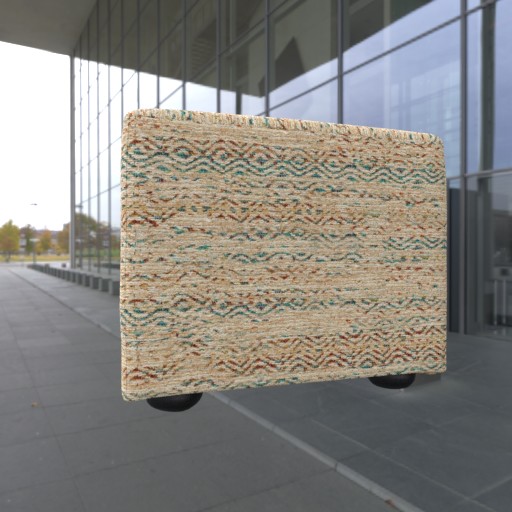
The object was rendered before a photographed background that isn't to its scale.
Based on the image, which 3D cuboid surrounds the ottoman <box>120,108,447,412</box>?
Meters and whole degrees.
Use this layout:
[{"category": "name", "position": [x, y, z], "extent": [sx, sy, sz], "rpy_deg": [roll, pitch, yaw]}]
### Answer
[{"category": "ottoman", "position": [0.000, 0.000, 0.889], "extent": [0.521, 0.453, 0.512], "rpy_deg": [0, 0, -17]}]
